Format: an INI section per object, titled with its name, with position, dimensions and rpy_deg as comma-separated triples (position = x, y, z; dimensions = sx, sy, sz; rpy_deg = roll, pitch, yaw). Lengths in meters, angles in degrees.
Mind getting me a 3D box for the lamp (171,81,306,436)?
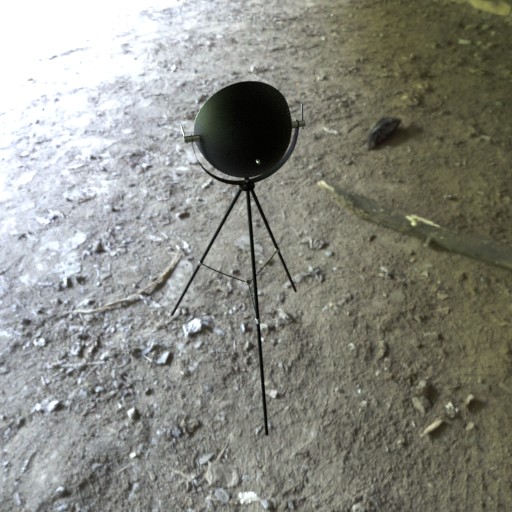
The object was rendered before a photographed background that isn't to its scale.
[lamp]
position = 0.000, 0.000, 2.008
dimensions = 0.817, 1.512, 0.920
rpy_deg = -12, 42, -13
